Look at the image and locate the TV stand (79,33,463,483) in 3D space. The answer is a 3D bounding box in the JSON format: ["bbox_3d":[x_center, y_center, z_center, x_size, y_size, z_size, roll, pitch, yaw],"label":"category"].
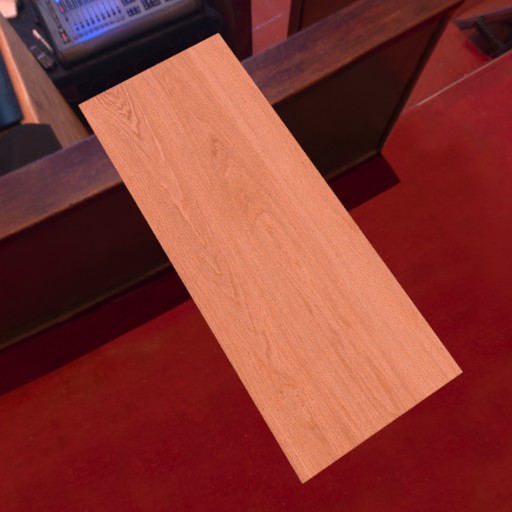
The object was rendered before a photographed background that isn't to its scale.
[{"bbox_3d":[0.000,0.000,1.353,0.440,0.550,1.080,-31,77,-8],"label":"TV stand"}]
